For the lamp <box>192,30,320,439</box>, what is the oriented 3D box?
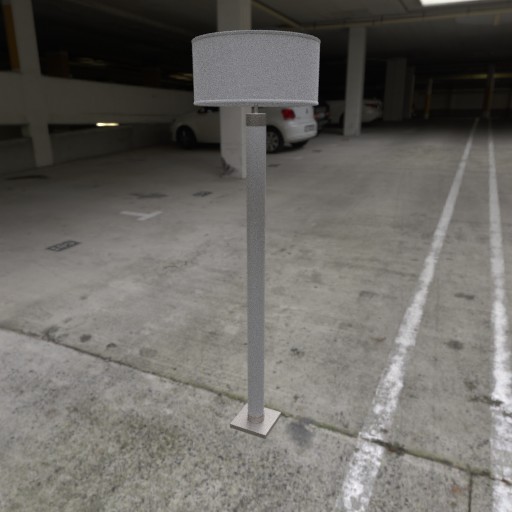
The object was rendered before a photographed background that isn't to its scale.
[{"bbox_3d":[0.000,0.000,1.662,0.420,1.475,0.420,8,19,25],"label":"lamp"}]
